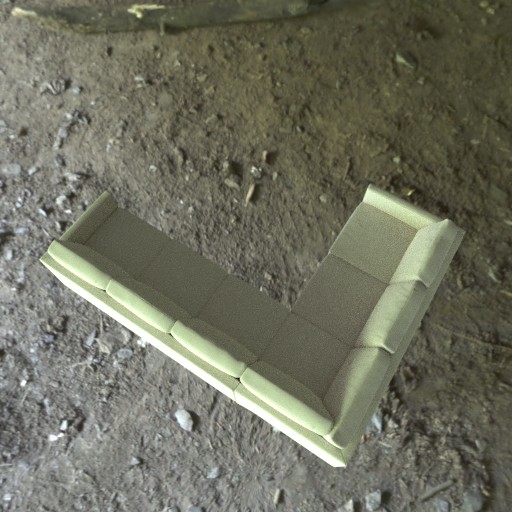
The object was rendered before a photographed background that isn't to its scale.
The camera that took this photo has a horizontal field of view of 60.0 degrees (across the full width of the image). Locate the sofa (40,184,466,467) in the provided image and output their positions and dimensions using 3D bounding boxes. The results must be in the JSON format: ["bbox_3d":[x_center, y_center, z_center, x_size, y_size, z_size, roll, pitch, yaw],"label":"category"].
[{"bbox_3d":[0.000,0.000,4.337,3.182,0.863,2.432,30,68,14],"label":"sofa"}]
